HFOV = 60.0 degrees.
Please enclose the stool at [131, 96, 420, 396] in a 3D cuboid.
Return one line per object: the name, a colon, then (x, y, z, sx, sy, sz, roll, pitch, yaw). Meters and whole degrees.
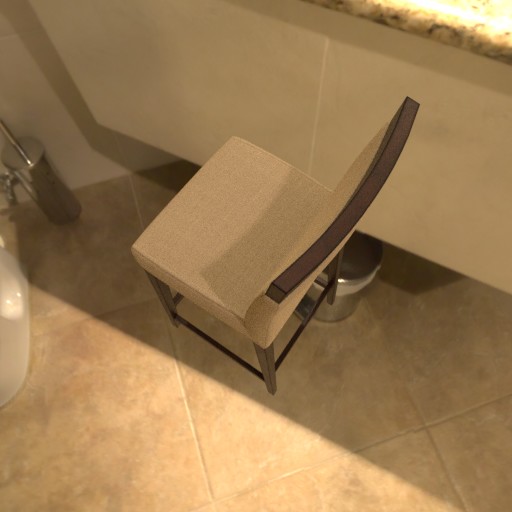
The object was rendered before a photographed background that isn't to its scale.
stool: (0.000, 0.000, 1.371, 0.531, 1.117, 0.511, 32, 68, 14)
